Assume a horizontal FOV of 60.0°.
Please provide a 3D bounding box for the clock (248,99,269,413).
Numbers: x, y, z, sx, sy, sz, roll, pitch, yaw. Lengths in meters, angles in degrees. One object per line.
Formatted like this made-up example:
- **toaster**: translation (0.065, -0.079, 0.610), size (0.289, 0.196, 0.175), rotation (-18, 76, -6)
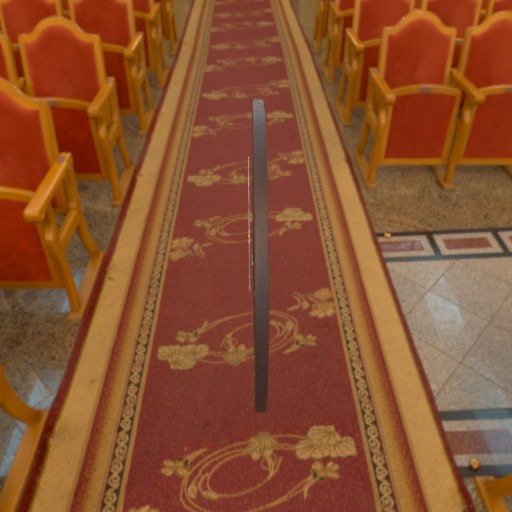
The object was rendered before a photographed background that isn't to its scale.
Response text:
- **clock**: translation (0.000, 0.000, 0.892), size (0.029, 0.595, 0.595), rotation (-1, 40, -1)
